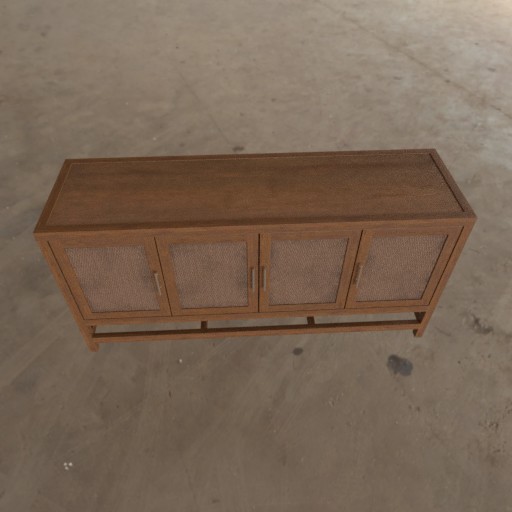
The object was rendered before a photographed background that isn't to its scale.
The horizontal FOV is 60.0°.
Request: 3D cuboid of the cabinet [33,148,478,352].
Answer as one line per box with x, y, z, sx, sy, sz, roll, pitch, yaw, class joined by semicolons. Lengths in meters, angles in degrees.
0.000;0.000;2.156;1.708;0.820;0.522;-2;46;-2;cabinet
